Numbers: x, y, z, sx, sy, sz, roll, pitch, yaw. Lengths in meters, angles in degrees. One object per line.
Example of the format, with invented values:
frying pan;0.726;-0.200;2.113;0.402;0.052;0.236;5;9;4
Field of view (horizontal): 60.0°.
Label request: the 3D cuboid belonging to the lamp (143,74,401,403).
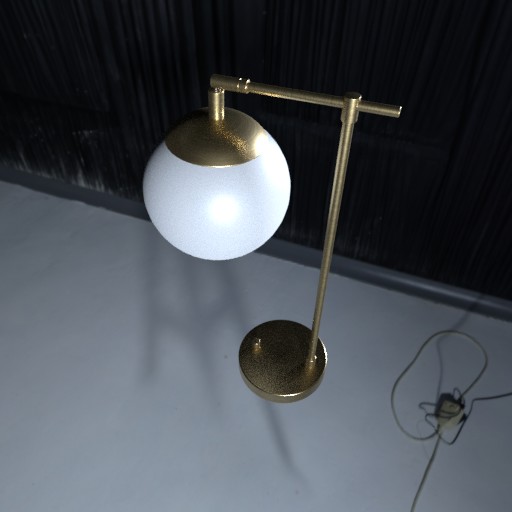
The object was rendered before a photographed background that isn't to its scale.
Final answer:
lamp;0.000;0.000;0.696;0.324;0.559;0.207;15;47;15
